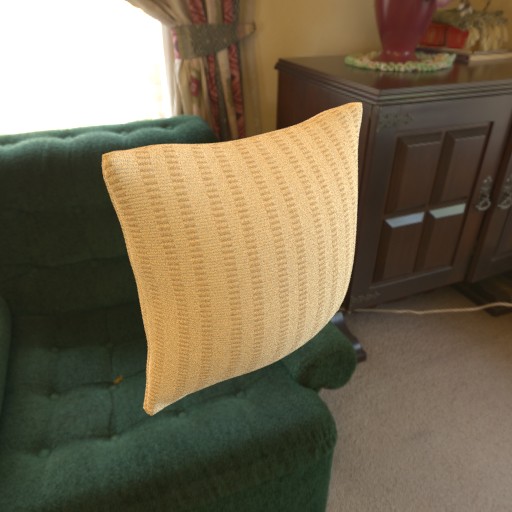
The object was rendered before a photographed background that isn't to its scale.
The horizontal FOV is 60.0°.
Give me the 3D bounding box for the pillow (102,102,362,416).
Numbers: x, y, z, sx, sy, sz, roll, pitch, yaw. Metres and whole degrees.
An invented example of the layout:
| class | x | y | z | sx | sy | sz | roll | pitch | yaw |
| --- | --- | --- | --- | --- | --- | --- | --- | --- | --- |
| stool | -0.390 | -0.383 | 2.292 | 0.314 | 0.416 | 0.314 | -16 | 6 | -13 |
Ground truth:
| class | x | y | z | sx | sy | sz | roll | pitch | yaw |
| --- | --- | --- | --- | --- | --- | --- | --- | --- | --- |
| pillow | 0.000 | 0.000 | 0.702 | 0.438 | 0.419 | 0.247 | -22 | 37 | -33 |
